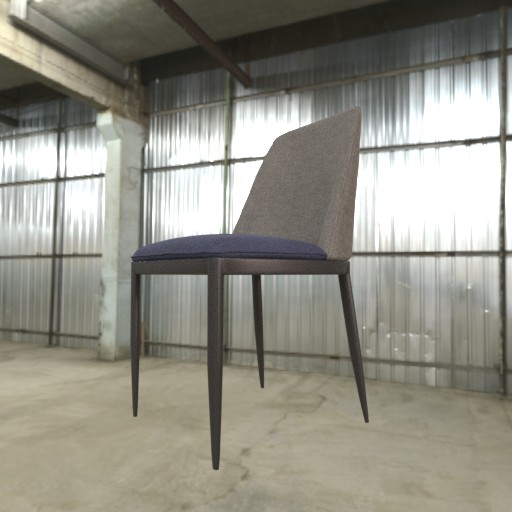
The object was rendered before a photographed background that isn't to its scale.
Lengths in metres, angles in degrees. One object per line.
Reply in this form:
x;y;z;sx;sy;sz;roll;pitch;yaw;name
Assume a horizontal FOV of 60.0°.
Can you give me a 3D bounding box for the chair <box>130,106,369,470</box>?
0.000;0.000;1.193;0.550;0.855;0.488;2;-3;-37;chair
